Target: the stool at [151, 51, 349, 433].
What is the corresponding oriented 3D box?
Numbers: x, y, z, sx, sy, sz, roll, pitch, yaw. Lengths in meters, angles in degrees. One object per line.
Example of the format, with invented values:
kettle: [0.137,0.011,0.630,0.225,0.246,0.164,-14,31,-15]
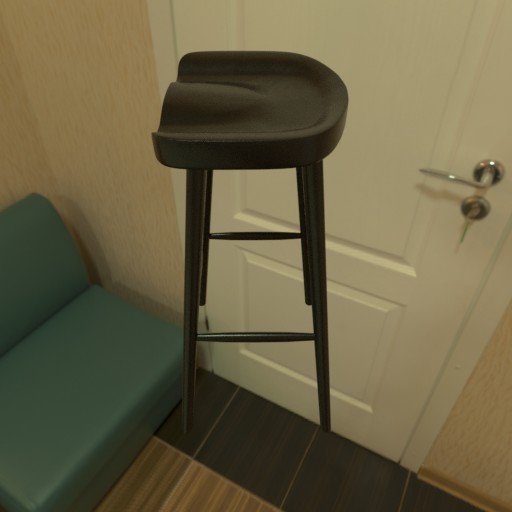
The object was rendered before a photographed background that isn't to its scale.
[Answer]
stool: [0.000,0.000,0.986,0.361,0.749,0.440,0,41,0]
